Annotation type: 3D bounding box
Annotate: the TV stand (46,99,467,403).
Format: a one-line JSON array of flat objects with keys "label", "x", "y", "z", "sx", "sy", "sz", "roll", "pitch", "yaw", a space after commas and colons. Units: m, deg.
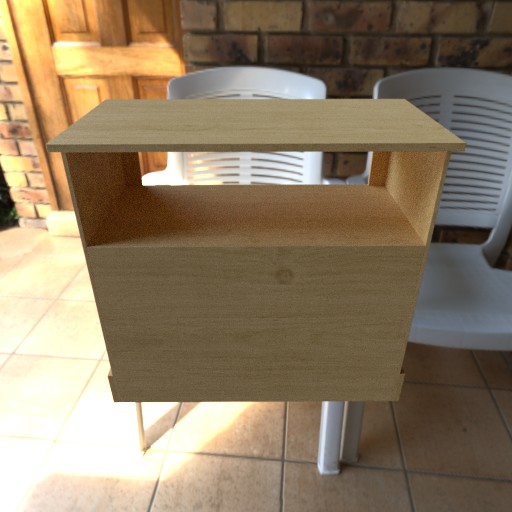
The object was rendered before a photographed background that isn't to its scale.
[{"label": "TV stand", "x": 0.000, "y": 0.000, "z": 1.282, "sx": 0.851, "sy": 0.787, "sz": 0.430, "roll": 0, "pitch": 31, "yaw": 0}]
